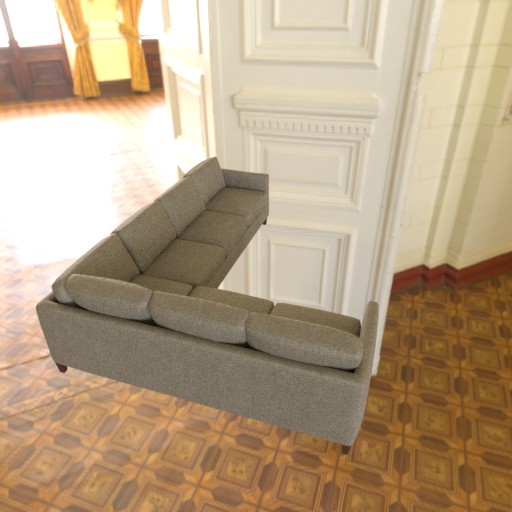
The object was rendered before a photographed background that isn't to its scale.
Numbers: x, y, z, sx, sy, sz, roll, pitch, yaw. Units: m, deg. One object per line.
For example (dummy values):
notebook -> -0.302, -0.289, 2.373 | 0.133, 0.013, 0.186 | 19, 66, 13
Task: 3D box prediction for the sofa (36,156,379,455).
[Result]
sofa -> 0.000, 0.000, 4.538 | 2.593, 0.947, 3.302 | 10, 33, 16
